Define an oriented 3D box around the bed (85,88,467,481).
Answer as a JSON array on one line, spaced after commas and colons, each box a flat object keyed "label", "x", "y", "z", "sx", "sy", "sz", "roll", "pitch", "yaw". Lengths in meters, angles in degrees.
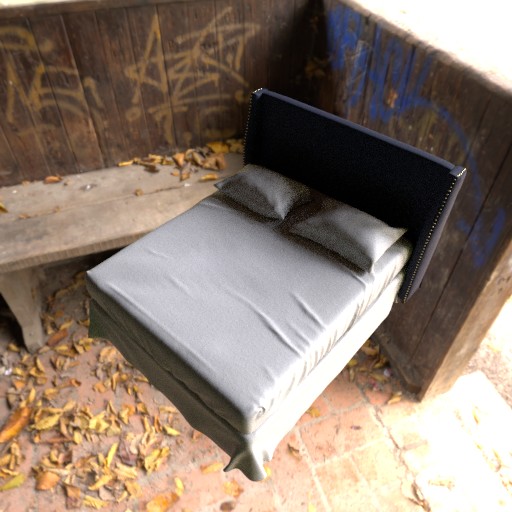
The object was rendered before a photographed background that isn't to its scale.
[{"label": "bed", "x": 0.000, "y": 0.000, "z": 3.360, "sx": 1.925, "sy": 1.332, "sz": 2.276, "roll": 33, "pitch": 54, "yaw": 28}]
